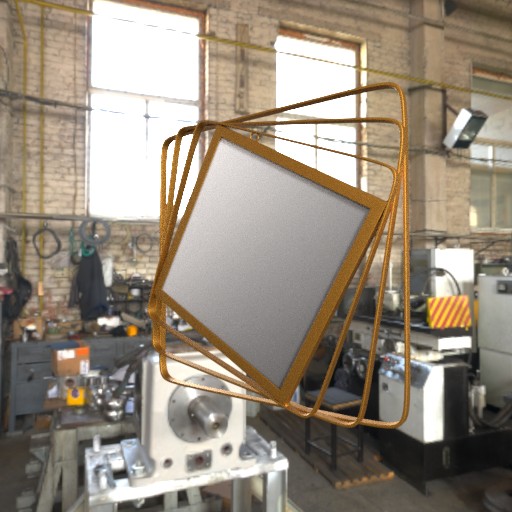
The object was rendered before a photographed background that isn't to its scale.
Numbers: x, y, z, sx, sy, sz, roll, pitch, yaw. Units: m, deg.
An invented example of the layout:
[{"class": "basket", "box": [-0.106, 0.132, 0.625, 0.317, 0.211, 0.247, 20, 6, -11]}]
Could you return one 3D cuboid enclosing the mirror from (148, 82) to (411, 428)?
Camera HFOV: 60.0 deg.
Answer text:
[{"class": "mirror", "box": [0.000, 0.000, 0.701, 0.470, 0.468, 0.045, -1, -2, 36]}]
